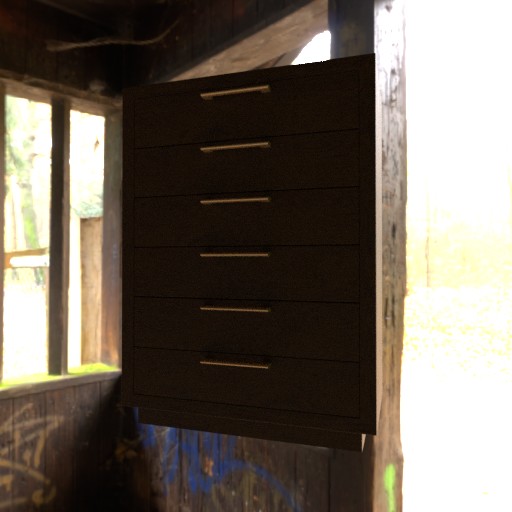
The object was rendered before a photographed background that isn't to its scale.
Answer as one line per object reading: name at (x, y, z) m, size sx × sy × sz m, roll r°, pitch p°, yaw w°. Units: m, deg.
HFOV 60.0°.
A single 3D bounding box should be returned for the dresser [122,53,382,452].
dresser at (0.000, 0.000, 1.798) m, size 0.964 × 1.320 × 0.516 m, roll 0°, pitch -1°, yaw 18°
